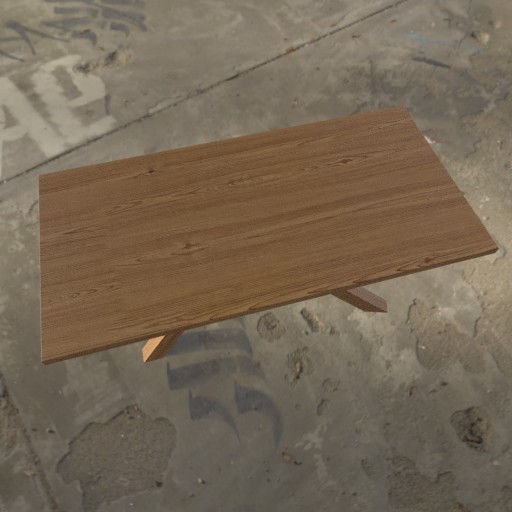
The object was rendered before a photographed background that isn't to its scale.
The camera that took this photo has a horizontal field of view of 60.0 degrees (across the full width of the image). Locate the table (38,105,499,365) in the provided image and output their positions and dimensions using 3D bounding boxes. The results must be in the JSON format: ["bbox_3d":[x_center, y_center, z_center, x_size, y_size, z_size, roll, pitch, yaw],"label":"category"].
[{"bbox_3d":[0.000,0.000,2.218,1.797,0.750,0.901,-13,59,-8],"label":"table"}]
